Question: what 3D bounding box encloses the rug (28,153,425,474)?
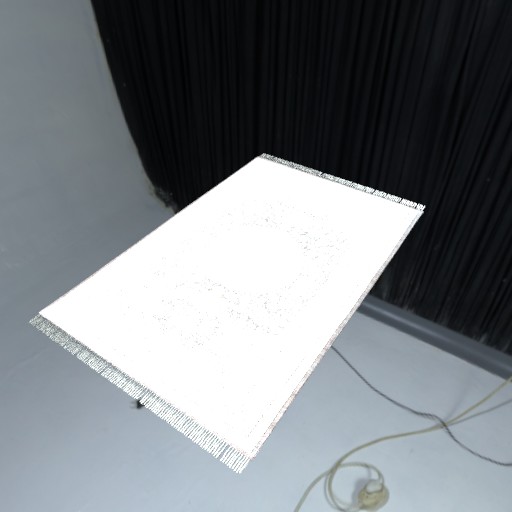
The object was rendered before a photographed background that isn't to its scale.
[{"bbox_3d":[0.000,0.000,2.983,1.528,0.010,2.440,24,47,25],"label":"rug"}]
